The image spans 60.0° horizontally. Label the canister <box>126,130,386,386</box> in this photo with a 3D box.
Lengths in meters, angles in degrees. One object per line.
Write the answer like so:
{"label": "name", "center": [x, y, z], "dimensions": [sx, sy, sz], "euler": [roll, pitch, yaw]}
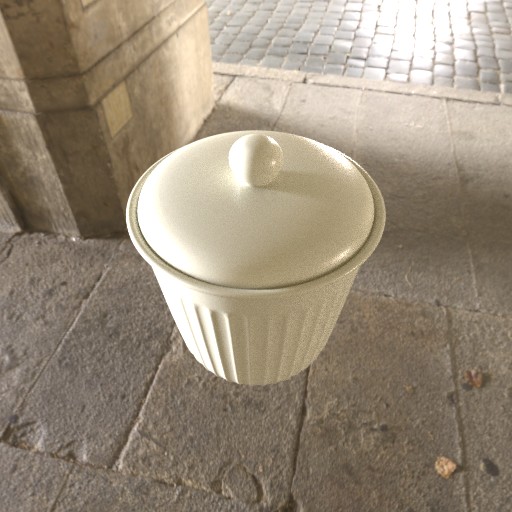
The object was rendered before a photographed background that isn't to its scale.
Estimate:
{"label": "canister", "center": [0.000, 0.000, 0.357], "dimensions": [0.181, 0.211, 0.181], "euler": [0, 45, 0]}
